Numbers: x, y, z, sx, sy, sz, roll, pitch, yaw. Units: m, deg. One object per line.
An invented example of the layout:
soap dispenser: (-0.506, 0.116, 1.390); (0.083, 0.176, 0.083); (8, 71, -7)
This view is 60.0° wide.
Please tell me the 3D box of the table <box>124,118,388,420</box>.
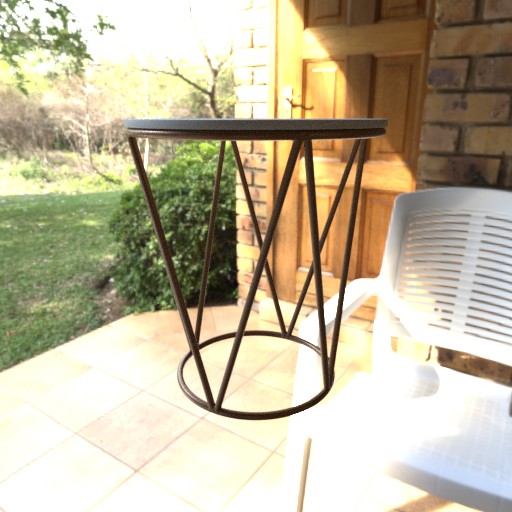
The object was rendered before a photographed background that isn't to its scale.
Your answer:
table: (0.000, 0.000, 0.954); (0.500, 0.564, 0.500); (0, 17, 0)
